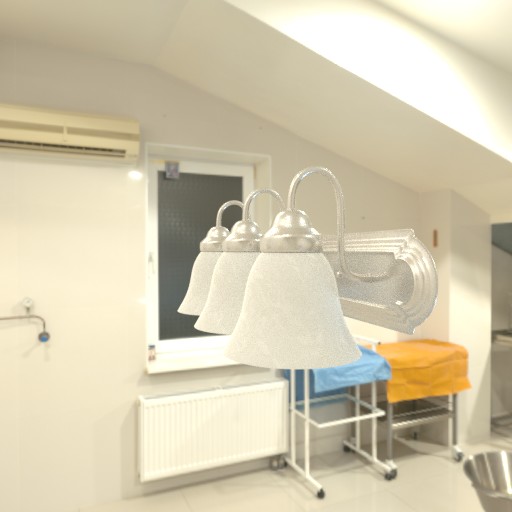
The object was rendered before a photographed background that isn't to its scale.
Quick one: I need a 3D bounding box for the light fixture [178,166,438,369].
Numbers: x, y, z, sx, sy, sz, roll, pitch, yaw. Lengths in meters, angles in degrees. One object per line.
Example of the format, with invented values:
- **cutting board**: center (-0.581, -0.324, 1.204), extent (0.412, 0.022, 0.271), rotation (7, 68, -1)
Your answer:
- **light fixture**: center (0.000, 0.000, 0.716), extent (0.199, 0.222, 0.610), rotation (0, 1, -18)
